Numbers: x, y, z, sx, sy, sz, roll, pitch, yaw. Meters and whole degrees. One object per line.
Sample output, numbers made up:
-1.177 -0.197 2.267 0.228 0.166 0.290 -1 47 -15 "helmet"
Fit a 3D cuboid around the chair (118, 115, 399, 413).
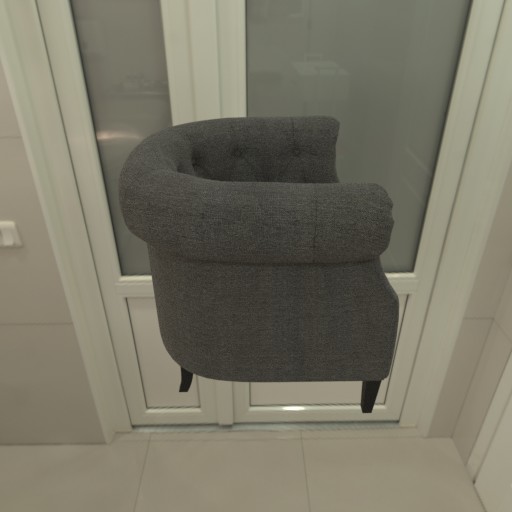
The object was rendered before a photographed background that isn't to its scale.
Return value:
0.000 0.000 1.602 0.852 0.827 0.905 -1 31 -1 "chair"
